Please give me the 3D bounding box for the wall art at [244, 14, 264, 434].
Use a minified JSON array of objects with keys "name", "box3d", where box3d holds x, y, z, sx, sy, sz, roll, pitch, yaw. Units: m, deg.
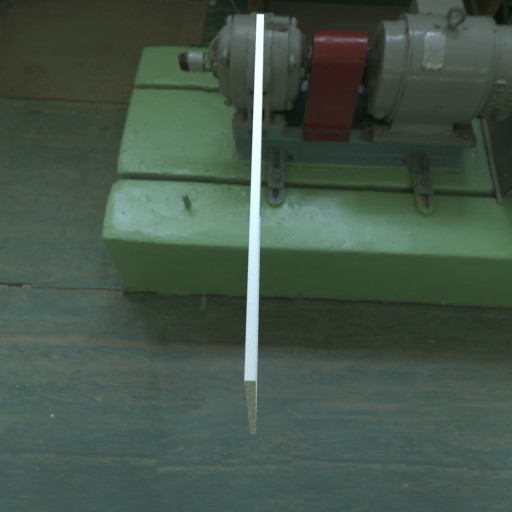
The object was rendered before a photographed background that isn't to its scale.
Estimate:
[{"name":"wall art","box3d":[0.000,0.000,0.846,0.013,0.584,0.584,1,63,1]}]
